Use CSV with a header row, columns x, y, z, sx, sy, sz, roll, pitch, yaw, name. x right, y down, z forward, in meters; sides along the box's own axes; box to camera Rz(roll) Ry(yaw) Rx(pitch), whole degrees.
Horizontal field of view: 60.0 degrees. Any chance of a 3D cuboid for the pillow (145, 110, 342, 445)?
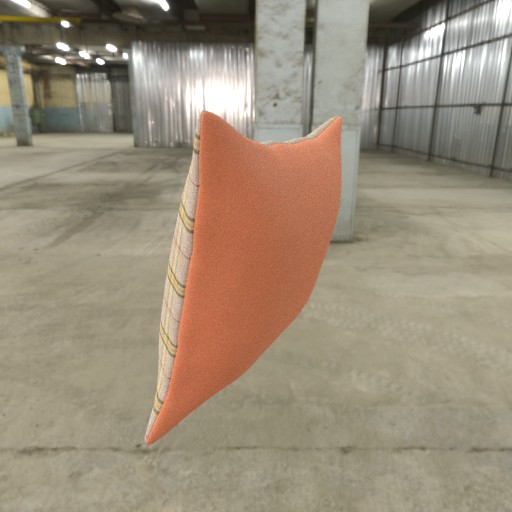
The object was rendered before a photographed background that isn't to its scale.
x,y,z,sx,sy,sz,roll,pitch,yaw,name
0.000,0.000,0.702,0.200,0.430,0.453,8,19,26,pillow
